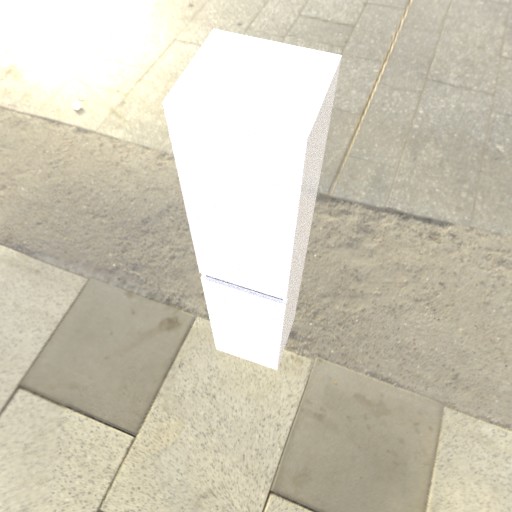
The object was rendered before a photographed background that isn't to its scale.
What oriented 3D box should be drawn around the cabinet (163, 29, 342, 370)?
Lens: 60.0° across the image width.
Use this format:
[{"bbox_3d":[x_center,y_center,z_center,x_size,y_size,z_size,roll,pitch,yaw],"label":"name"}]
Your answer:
[{"bbox_3d":[0.000,0.000,1.515,0.300,1.400,0.269,17,60,10],"label":"cabinet"}]
